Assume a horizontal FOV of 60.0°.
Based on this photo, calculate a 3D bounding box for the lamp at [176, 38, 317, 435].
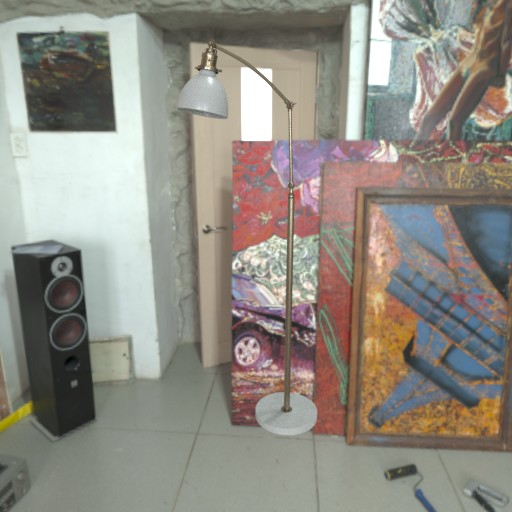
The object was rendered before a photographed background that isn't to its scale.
[{"bbox_3d":[0.000,0.000,1.804,0.599,1.586,0.288,-7,17,-24],"label":"lamp"}]
